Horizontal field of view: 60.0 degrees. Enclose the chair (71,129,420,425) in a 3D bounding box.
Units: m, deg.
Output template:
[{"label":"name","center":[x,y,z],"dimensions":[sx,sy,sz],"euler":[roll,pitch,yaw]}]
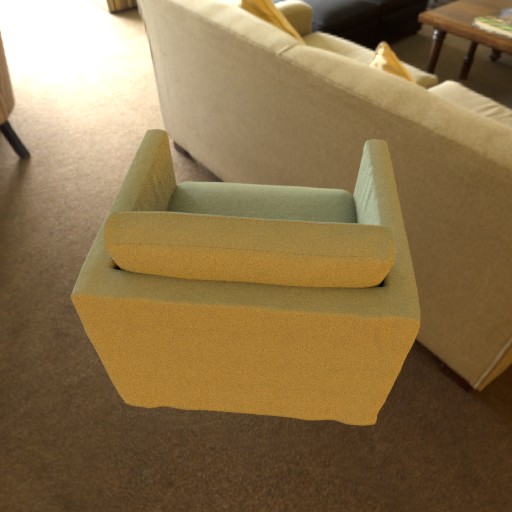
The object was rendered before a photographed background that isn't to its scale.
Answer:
[{"label":"chair","center":[0.000,0.000,1.769],"dimensions":[1.057,0.863,0.949],"euler":[4,47,3]}]
